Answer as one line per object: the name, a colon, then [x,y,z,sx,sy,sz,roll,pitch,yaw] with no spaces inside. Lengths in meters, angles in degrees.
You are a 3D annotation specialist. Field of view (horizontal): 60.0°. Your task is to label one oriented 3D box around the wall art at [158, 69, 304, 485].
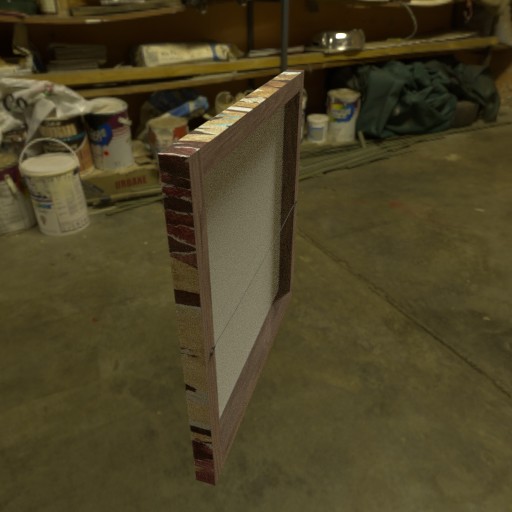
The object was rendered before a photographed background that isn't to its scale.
wall art: [0.000,0.000,0.895,0.041,0.613,0.609,9,33,15]
